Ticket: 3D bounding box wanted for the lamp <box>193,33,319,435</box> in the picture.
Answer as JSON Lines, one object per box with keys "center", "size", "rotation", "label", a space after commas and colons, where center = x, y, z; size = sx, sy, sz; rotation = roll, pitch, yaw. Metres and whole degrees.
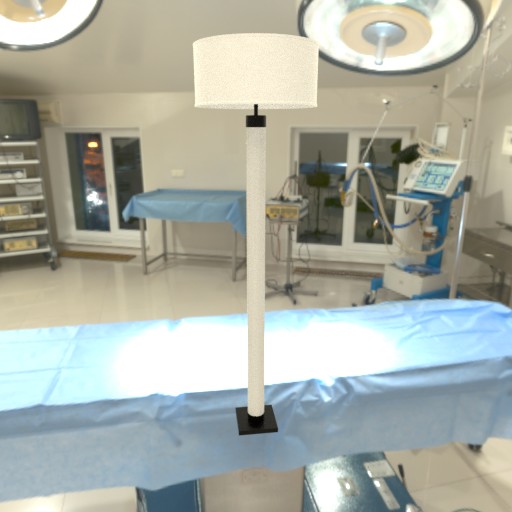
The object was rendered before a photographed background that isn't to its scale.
{"center": [0.000, 0.000, 1.680], "size": [0.420, 1.475, 0.420], "rotation": [-2, 16, -7], "label": "lamp"}
